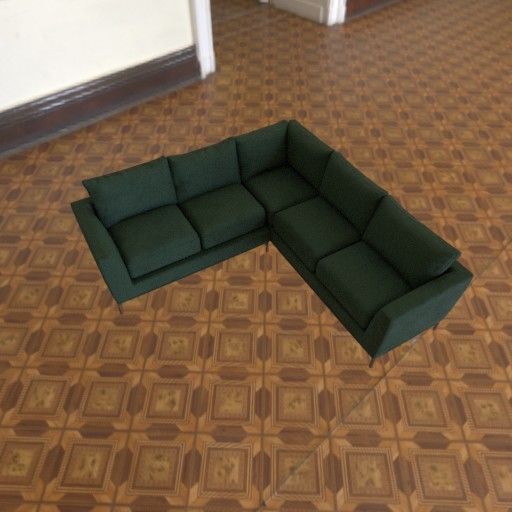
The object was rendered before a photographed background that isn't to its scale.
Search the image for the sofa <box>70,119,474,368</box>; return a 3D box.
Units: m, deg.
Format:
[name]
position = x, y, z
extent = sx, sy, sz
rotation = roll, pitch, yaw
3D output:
[sofa]
position = 0.000, 0.000, 3.865
extent = 2.468, 1.004, 2.452
rotation = -23, 51, -20
